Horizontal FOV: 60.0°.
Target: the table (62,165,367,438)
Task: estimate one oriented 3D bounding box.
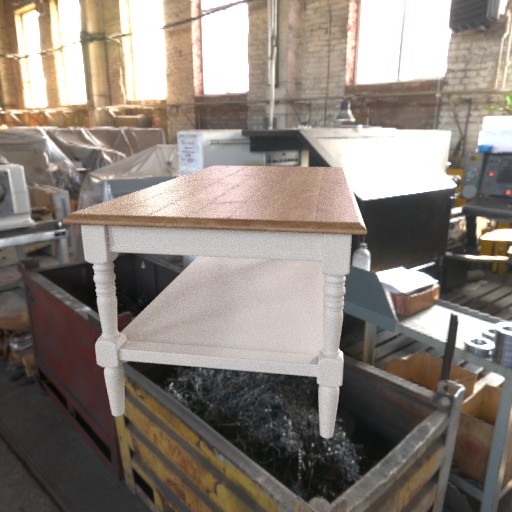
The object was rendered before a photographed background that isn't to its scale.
[{"bbox_3d":[0.000,0.000,1.381,0.559,0.458,1.118,3,16,9],"label":"table"}]
